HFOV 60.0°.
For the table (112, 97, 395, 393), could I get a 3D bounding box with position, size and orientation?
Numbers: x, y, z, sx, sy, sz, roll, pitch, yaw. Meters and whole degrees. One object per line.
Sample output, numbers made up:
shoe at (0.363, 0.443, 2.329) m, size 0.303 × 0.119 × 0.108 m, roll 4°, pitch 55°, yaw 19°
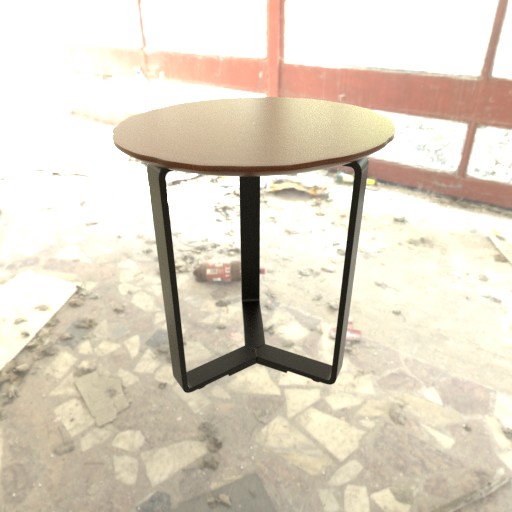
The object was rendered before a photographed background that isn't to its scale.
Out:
table at (0.000, 0.000, 0.760) m, size 0.410 × 0.450 × 0.380 m, roll -19°, pitch 35°, yaw -29°
